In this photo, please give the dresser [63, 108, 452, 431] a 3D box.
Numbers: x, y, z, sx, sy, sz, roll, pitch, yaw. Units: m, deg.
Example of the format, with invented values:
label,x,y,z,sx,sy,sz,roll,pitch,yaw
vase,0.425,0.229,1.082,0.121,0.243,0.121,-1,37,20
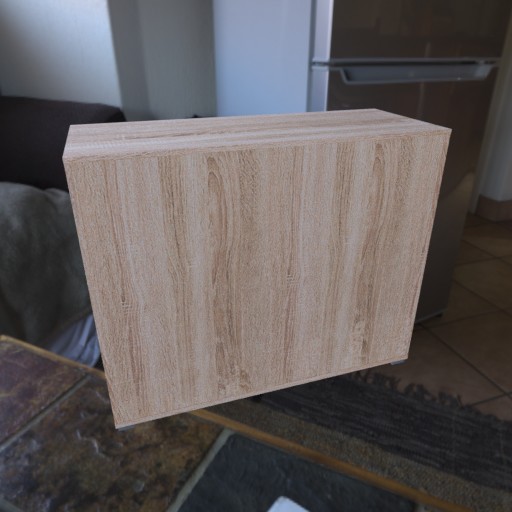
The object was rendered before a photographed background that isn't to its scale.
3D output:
label,x,y,z,sx,sy,sz,roll,pitch,yaw
dresser,0.000,0.000,1.580,1.100,0.900,0.450,-8,28,-16
